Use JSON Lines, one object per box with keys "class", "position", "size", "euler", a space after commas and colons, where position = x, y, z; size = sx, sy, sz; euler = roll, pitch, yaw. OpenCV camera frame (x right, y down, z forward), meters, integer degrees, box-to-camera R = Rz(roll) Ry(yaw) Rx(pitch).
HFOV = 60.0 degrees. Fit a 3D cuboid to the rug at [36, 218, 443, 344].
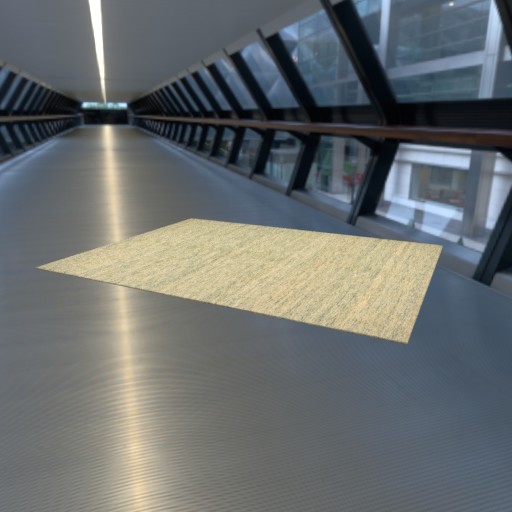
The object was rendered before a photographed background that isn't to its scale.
{"class": "rug", "position": [0.000, 0.000, 4.327], "size": [3.201, 0.014, 2.437], "euler": [8, 18, 25]}
